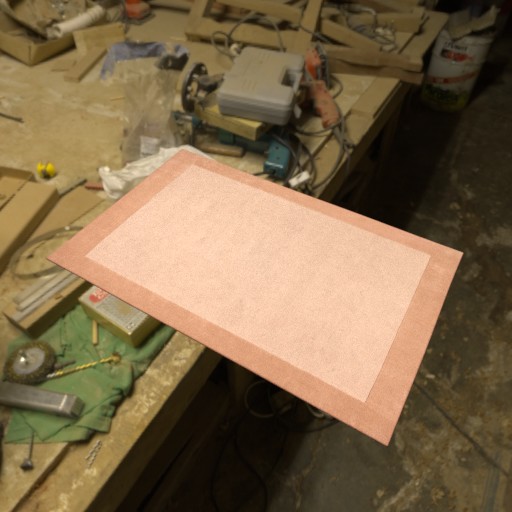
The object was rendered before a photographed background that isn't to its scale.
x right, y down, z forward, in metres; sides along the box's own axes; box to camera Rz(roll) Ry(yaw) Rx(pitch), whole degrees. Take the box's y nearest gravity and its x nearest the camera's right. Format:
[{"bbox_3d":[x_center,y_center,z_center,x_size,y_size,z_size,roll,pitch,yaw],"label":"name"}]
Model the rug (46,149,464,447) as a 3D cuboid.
[{"bbox_3d":[0.000,0.000,3.051,2.438,0.014,1.524,24,52,20],"label":"rug"}]
